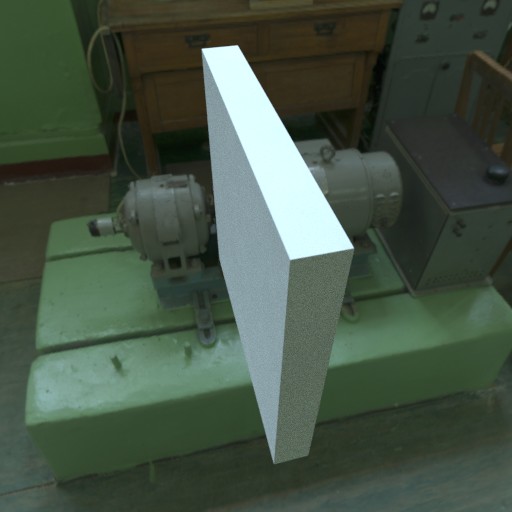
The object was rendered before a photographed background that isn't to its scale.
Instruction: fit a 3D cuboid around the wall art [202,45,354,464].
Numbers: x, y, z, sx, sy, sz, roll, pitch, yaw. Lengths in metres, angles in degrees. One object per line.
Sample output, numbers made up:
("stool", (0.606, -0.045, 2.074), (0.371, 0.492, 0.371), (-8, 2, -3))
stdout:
("wall art", (0.000, 0.000, 0.456), (0.038, 0.305, 0.305), (-10, 46, -10))
